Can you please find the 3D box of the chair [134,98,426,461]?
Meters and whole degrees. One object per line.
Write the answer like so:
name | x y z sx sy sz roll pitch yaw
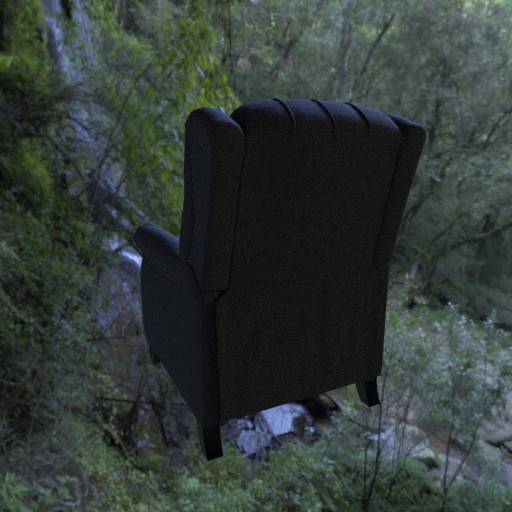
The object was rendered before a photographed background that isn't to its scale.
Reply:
chair | 0.000 0.000 1.622 0.742 1.035 0.898 -7 16 -26
